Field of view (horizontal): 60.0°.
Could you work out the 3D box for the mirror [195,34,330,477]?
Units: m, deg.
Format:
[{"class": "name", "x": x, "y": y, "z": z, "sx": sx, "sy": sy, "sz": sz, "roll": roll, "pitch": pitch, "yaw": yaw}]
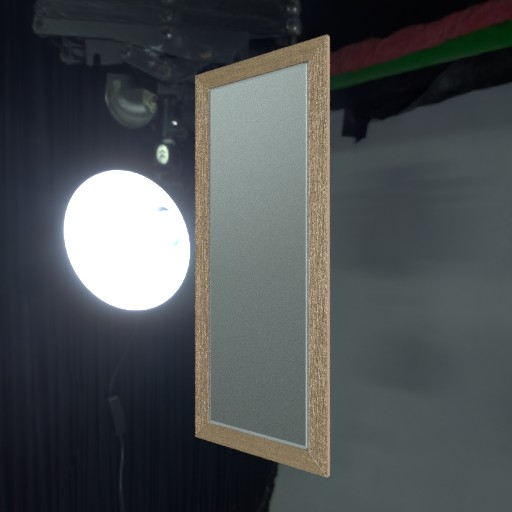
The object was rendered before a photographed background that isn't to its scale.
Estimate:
[{"class": "mirror", "x": 0.000, "y": 0.000, "z": 2.273, "sx": 0.812, "sy": 2.031, "sz": 0.026, "roll": 0, "pitch": 0, "yaw": 35}]
